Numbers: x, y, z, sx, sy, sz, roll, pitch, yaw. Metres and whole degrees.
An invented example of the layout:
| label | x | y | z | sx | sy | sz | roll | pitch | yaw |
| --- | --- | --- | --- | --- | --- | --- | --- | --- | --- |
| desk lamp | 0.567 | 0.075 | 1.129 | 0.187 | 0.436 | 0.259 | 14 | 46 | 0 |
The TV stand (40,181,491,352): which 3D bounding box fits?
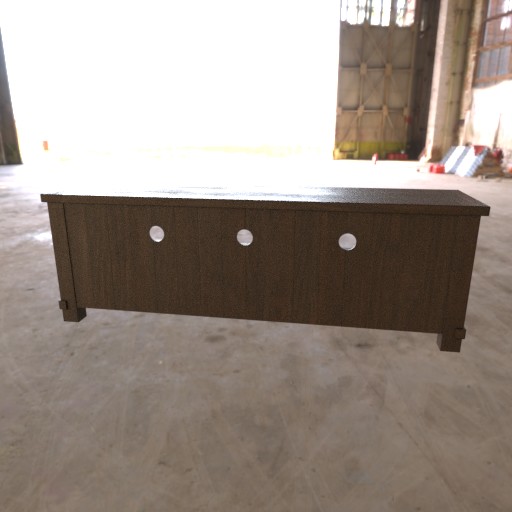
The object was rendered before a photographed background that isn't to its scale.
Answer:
| label | x | y | z | sx | sy | sz | roll | pitch | yaw |
| --- | --- | --- | --- | --- | --- | --- | --- | --- | --- |
| TV stand | 0.000 | 0.000 | 2.117 | 1.866 | 0.615 | 0.471 | 3 | 17 | 9 |
